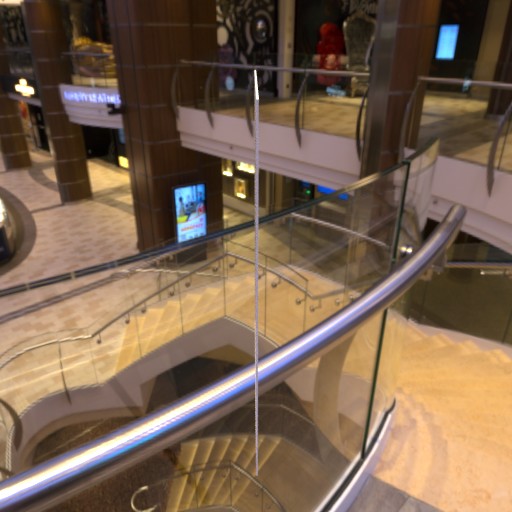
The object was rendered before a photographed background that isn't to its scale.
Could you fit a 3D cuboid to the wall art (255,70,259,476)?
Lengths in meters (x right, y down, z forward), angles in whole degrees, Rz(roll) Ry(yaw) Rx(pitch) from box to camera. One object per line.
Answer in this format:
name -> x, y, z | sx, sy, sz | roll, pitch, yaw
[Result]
wall art -> 0.000, 0.000, 0.825 | 0.003, 0.610, 0.457 | 0, 26, 0
